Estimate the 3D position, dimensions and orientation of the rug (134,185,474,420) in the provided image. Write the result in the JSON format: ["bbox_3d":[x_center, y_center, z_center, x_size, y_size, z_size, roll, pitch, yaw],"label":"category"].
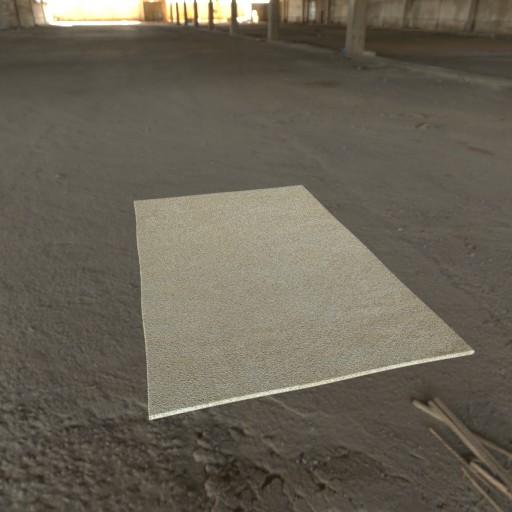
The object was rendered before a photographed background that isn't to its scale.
[{"bbox_3d":[0.000,0.000,2.909,1.500,0.025,2.346,-7,30,-13],"label":"rug"}]
